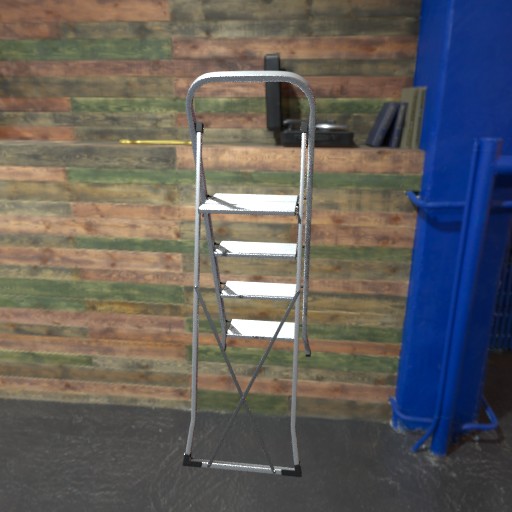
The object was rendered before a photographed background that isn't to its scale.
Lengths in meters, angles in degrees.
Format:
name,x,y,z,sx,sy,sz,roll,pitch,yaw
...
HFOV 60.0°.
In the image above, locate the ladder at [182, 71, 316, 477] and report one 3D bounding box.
name,x,y,z,sx,sy,sz,roll,pitch,yaw
ladder,0.000,0.000,1.706,0.465,1.290,0.830,2,18,7
